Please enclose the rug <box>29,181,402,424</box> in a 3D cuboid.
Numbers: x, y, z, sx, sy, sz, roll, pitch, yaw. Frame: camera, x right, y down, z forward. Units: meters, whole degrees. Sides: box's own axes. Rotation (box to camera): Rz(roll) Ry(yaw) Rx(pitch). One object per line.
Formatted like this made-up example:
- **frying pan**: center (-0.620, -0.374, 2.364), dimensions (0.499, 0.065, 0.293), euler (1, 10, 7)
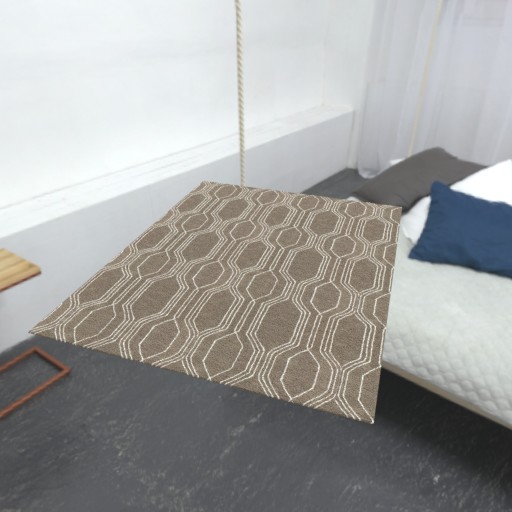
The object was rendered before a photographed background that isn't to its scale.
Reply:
- **rug**: center (0.000, 0.000, 4.114), dimensions (2.457, 0.012, 3.062), euler (10, 33, 16)
